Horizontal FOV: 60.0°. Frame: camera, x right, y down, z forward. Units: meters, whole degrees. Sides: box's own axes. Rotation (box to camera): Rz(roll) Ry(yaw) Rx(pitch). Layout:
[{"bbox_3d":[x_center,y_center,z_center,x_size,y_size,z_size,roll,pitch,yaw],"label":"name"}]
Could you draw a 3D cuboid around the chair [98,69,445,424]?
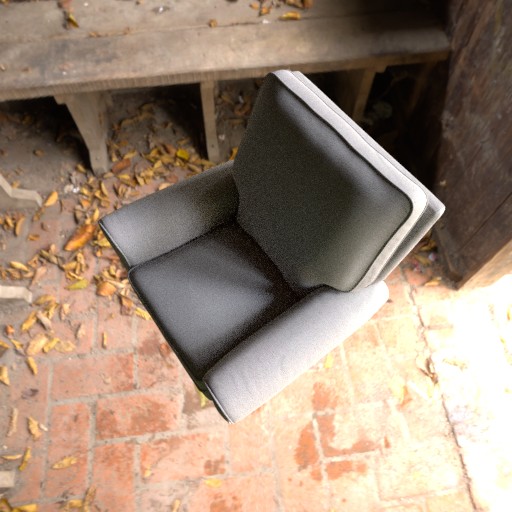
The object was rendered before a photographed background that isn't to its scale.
[{"bbox_3d":[0.000,0.000,1.657,0.878,0.960,0.890,-33,68,-15],"label":"chair"}]
